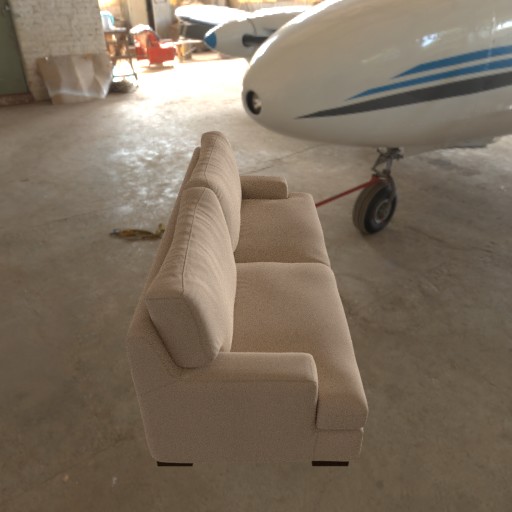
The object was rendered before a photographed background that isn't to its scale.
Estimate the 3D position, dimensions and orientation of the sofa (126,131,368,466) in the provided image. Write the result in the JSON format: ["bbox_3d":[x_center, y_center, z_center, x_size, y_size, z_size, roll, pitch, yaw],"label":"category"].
[{"bbox_3d":[0.000,0.000,2.606,0.929,0.925,2.147,0,32,0],"label":"sofa"}]
